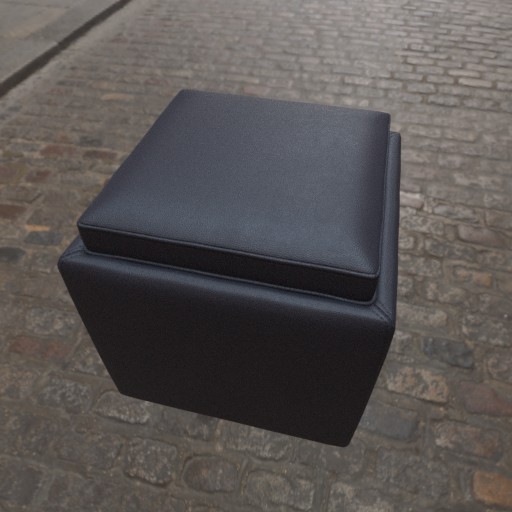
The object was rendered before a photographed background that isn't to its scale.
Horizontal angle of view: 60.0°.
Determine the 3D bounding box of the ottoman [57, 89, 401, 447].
[{"bbox_3d":[0.000,0.000,0.798,0.450,0.460,0.451,10,47,9],"label":"ottoman"}]
